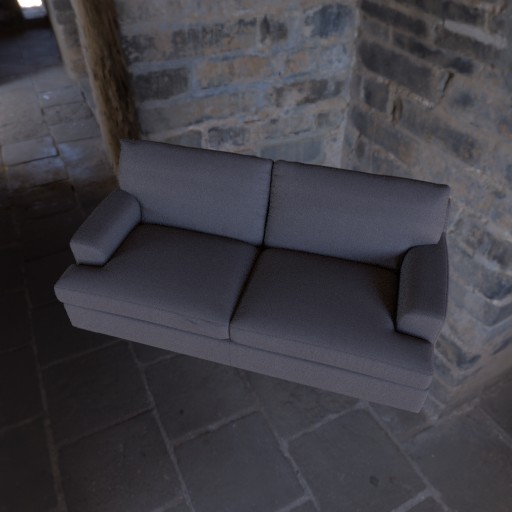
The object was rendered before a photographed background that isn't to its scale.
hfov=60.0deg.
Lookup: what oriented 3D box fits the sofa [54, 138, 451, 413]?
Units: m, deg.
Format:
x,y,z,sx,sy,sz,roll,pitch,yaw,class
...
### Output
x,y,z,sx,sy,sz,roll,pitch,yaw,class
0.000,0.000,2.783,2.271,0.950,1.140,11,43,12,sofa
